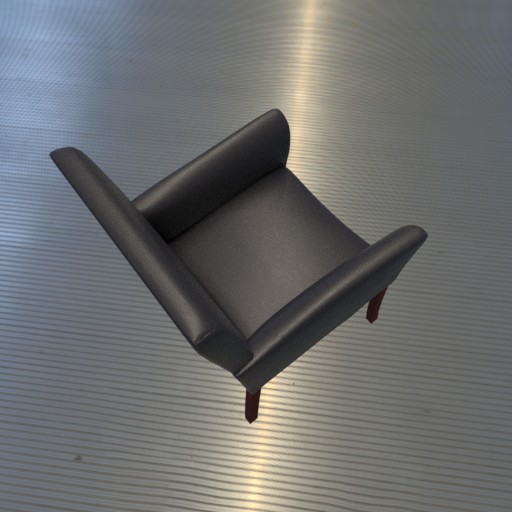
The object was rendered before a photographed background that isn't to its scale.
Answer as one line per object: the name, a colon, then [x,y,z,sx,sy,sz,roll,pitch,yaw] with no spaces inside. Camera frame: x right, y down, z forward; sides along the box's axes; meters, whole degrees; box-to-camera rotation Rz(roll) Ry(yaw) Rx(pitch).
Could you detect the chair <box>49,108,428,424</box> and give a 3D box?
chair: [0.000,0.000,1.444,0.772,0.951,0.683,-34,64,-19]
